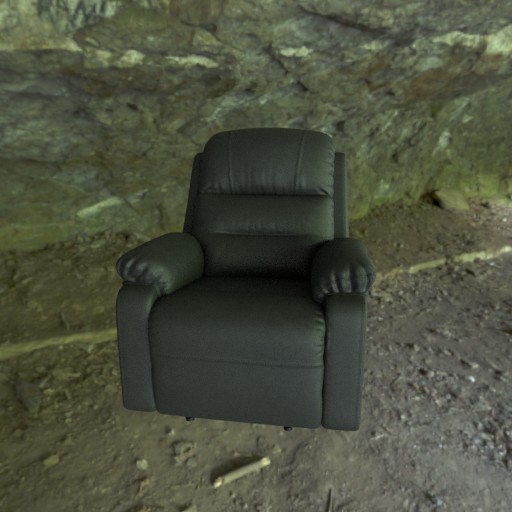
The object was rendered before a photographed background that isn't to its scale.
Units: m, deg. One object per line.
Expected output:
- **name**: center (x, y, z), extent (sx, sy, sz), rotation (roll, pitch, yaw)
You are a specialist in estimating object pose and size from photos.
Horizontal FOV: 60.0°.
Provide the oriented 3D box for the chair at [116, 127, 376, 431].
- **chair**: center (0.000, 0.000, 1.736), extent (0.855, 0.992, 0.919), rotation (2, 14, 9)
